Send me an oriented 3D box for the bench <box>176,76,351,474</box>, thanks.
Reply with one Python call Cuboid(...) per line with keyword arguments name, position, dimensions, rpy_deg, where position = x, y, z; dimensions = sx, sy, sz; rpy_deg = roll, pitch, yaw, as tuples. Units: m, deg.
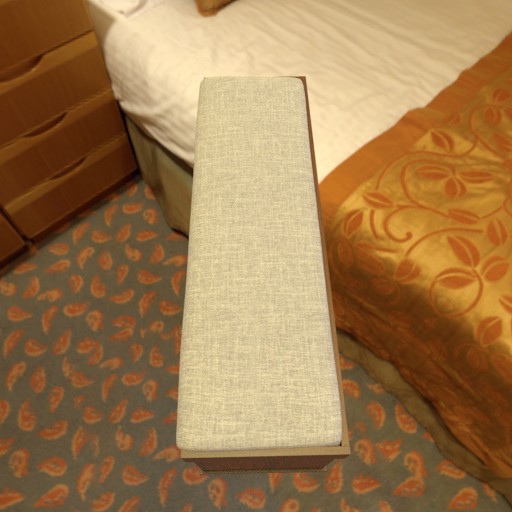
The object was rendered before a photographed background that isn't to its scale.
Cuboid(name="bench", position=(0.000, 0.000, 1.388), dimensions=(0.367, 0.468, 1.196), rpy_deg=(-1, 59, -1))
